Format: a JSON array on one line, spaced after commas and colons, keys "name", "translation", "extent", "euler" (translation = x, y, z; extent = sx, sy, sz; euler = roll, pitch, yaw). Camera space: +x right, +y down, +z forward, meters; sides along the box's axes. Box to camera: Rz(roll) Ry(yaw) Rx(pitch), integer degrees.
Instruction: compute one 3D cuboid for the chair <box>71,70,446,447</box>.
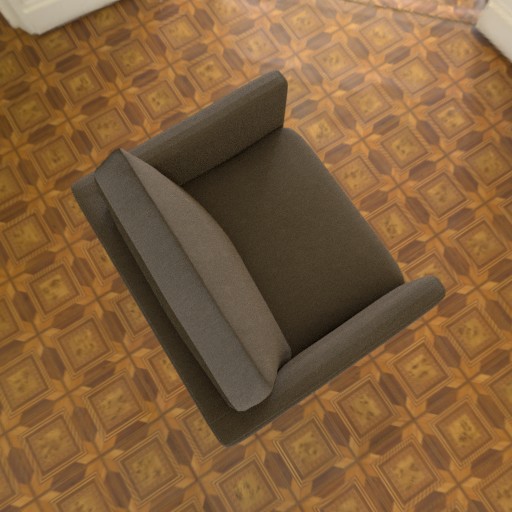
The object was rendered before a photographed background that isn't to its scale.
[{"name": "chair", "translation": [0.000, 0.000, 1.829], "extent": [0.959, 0.963, 1.107], "euler": [-32, 78, -8]}]
